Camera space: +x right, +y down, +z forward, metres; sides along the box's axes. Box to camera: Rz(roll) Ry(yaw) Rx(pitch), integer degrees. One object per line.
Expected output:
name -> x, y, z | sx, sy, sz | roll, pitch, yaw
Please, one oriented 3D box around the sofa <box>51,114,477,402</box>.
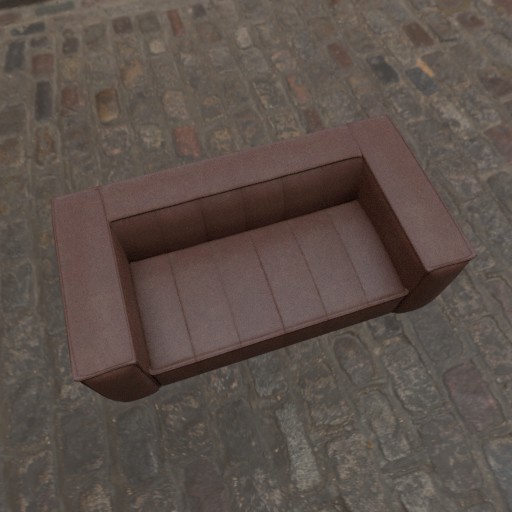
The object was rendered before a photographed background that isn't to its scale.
sofa -> 0.000, 0.000, 2.637 | 2.088, 0.703, 1.102 | -16, 64, -8
